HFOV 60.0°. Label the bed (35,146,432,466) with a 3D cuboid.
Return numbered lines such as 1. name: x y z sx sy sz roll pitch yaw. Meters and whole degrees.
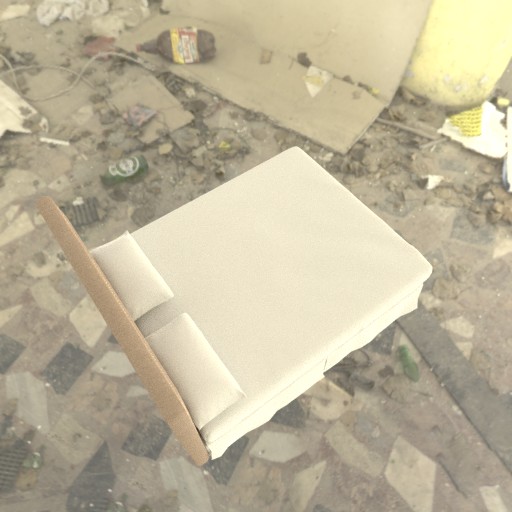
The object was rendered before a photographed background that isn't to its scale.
1. bed: 0.000 0.000 3.352 2.282 1.436 1.821 -32 62 -19
